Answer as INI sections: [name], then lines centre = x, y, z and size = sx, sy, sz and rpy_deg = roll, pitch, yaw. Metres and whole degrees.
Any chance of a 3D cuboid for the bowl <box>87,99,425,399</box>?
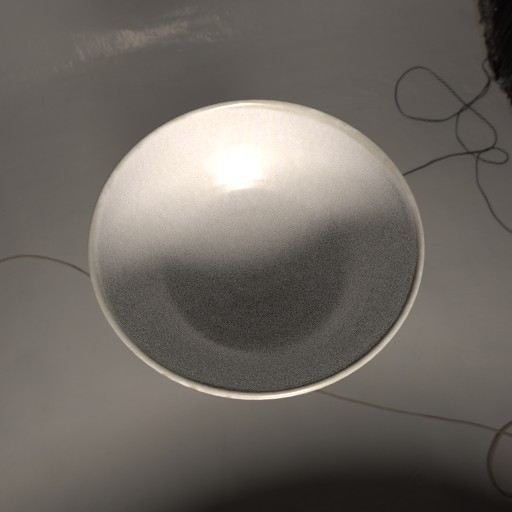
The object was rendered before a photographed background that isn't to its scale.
[bowl]
centre = 0.000, 0.000, 0.409
size = 0.268, 0.121, 0.268
rpy_deg = 0, 65, 0
